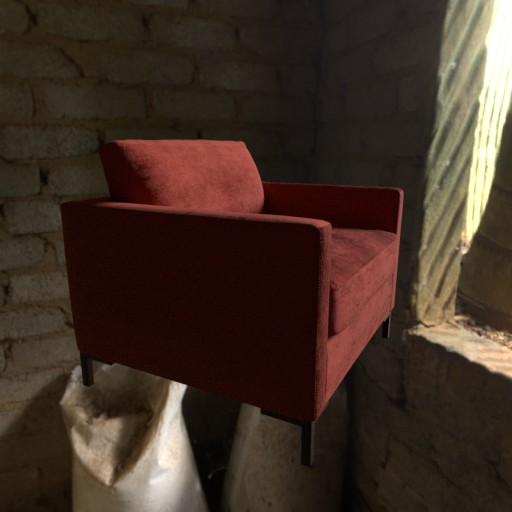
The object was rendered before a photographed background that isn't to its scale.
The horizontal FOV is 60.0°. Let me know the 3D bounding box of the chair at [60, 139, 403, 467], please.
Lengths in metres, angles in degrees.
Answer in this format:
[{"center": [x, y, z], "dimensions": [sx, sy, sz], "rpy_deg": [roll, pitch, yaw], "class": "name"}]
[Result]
[{"center": [0.000, 0.000, 1.594], "dimensions": [0.875, 0.812, 0.964], "rpy_deg": [8, 16, 28], "class": "chair"}]
